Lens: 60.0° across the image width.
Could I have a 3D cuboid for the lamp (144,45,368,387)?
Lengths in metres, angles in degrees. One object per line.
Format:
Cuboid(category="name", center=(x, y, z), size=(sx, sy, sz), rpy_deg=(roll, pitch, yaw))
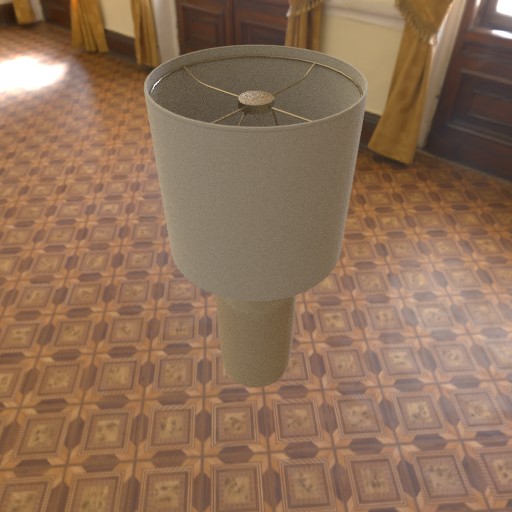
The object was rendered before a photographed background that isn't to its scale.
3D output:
Cuboid(category="lamp", center=(0.000, 0.000, 0.601), size=(0.220, 0.475, 0.220), rpy_deg=(-26, 48, -26))
